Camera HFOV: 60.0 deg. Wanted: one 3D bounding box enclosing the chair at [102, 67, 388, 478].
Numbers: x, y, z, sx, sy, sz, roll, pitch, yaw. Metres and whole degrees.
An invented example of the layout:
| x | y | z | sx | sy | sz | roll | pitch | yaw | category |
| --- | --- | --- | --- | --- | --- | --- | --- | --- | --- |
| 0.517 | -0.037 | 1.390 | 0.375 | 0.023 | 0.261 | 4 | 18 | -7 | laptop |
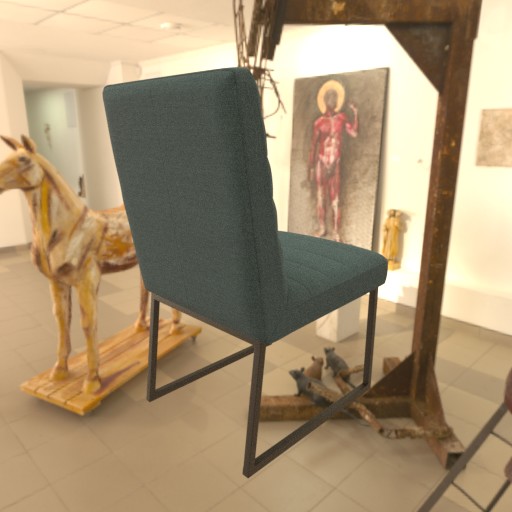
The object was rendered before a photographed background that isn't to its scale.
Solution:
| x | y | z | sx | sy | sz | roll | pitch | yaw | category |
| --- | --- | --- | --- | --- | --- | --- | --- | --- | --- |
| 0.000 | 0.000 | 1.281 | 0.634 | 0.930 | 0.520 | -15 | 22 | -43 | chair |
